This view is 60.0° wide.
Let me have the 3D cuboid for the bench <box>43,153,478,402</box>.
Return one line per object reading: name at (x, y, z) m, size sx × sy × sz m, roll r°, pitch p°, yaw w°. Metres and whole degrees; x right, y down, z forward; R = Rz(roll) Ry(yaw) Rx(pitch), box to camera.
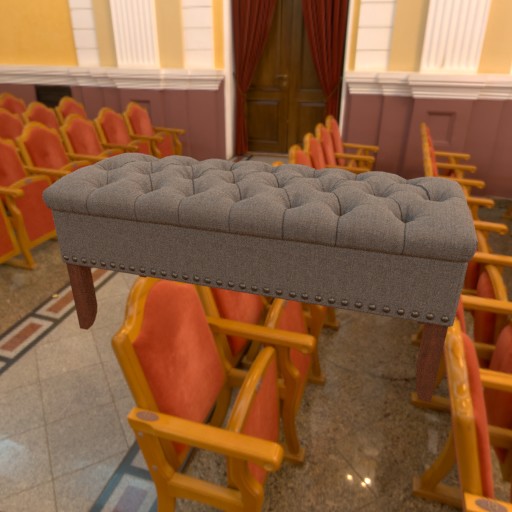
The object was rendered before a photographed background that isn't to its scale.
bench at (0.000, 0.000, 1.274) m, size 1.052 × 0.470 × 0.417 m, roll 8°, pitch 27°, yaw 16°
